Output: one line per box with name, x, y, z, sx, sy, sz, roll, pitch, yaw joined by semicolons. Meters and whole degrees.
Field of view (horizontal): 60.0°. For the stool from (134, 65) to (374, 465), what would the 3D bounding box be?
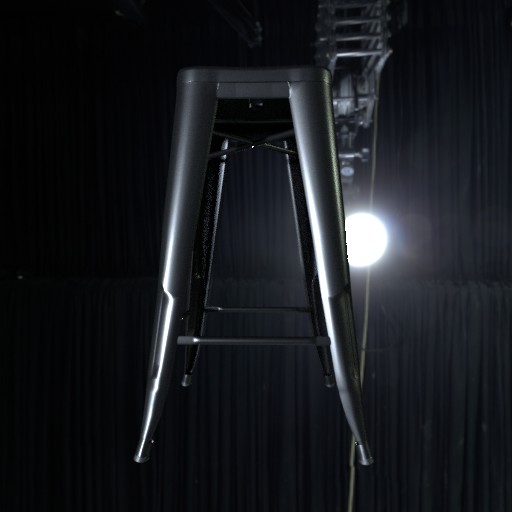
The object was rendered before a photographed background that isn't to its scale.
stool;0.000;0.000;0.844;0.359;0.609;0.399;0;1;1
